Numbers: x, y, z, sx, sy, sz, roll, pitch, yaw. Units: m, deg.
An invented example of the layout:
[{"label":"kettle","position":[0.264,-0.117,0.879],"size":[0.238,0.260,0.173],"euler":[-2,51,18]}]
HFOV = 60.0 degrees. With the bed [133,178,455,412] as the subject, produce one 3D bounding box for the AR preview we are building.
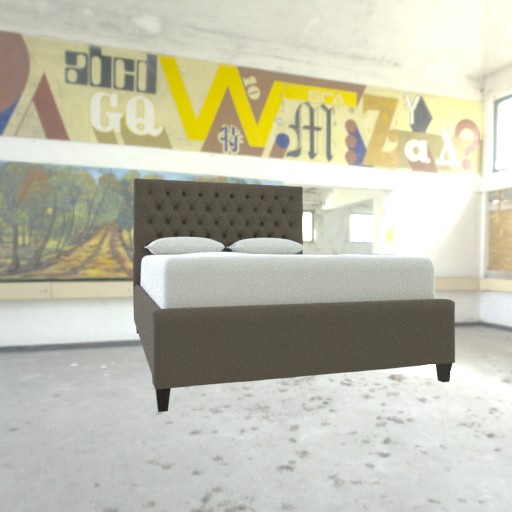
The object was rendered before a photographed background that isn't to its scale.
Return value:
[{"label":"bed","position":[0.000,0.000,3.307],"size":[1.696,1.426,2.233],"euler":[0,0,-18]}]
